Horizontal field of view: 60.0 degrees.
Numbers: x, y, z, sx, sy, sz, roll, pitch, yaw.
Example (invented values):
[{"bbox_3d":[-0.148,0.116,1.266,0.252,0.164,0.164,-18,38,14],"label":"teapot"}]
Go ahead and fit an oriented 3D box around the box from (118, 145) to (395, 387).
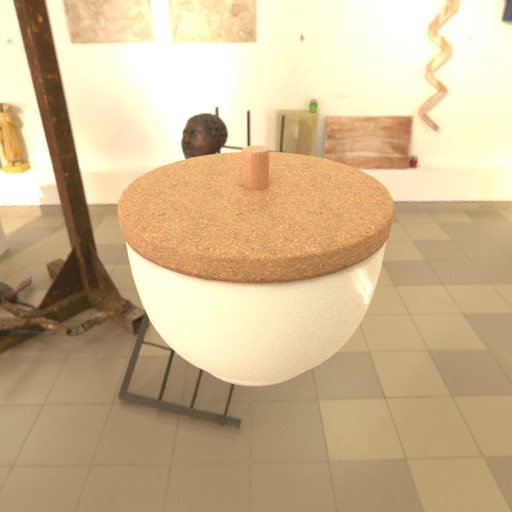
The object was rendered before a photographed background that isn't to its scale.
[{"bbox_3d":[0.000,0.000,0.192,0.107,0.094,0.107,0,30,0],"label":"box"}]
